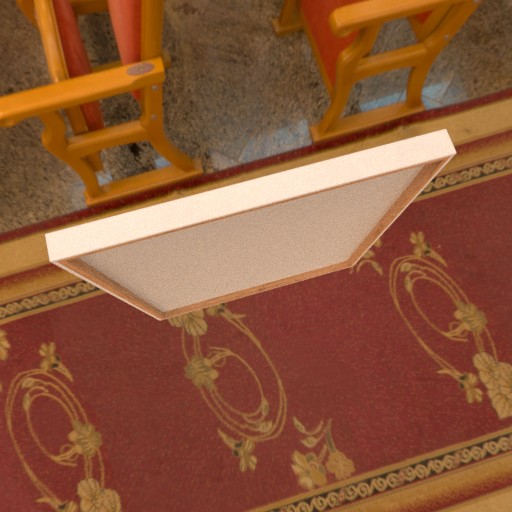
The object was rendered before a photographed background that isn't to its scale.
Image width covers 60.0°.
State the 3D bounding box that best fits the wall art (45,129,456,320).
[{"bbox_3d":[0.000,0.000,0.829,0.508,0.606,0.037,-16,76,-4],"label":"wall art"}]
